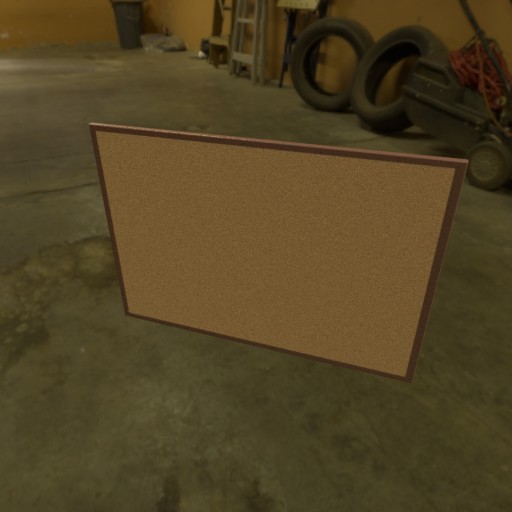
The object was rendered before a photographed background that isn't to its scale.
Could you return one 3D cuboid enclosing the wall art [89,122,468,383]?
[{"bbox_3d":[0.000,0.000,0.861,0.660,0.455,0.014,10,32,16],"label":"wall art"}]
